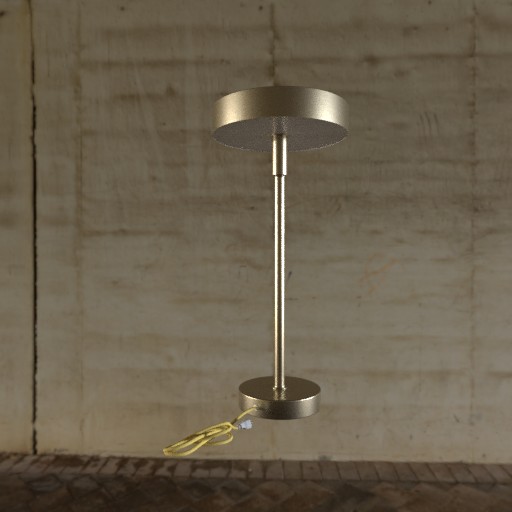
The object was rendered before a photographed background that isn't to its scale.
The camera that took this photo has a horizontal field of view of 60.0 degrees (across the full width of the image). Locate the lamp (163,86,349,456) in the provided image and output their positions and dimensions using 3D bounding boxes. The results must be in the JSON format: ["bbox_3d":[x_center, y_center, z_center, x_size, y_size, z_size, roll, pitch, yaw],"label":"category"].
[{"bbox_3d":[0.000,0.000,0.695,0.229,0.508,0.369,0,1,35],"label":"lamp"}]
